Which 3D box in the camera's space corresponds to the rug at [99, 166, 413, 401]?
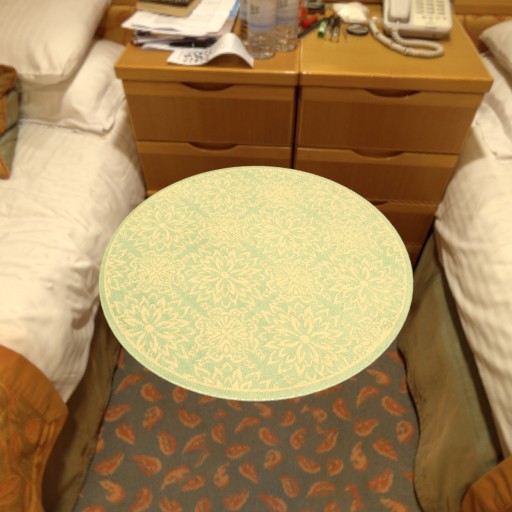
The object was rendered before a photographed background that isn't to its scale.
[{"bbox_3d":[0.000,0.000,2.311,1.593,0.012,1.593,0,47,0],"label":"rug"}]
